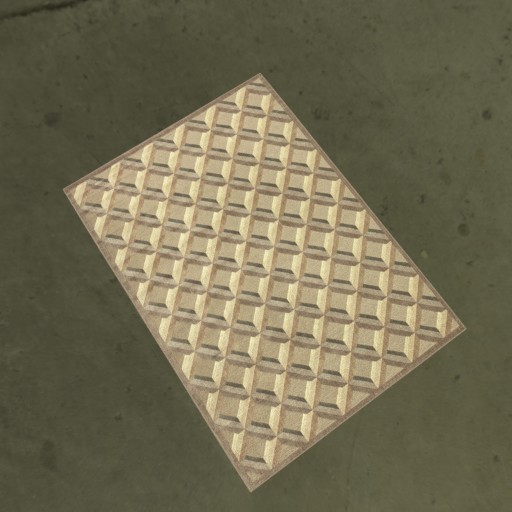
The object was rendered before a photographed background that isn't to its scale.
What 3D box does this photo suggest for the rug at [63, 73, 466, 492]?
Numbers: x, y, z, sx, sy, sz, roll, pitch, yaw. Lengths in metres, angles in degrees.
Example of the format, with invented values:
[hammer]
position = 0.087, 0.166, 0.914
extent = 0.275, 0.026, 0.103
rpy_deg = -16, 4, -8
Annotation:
[rug]
position = 0.000, 0.000, 4.199
extent = 2.382, 0.018, 3.294
rpy_deg = -34, 77, -9
